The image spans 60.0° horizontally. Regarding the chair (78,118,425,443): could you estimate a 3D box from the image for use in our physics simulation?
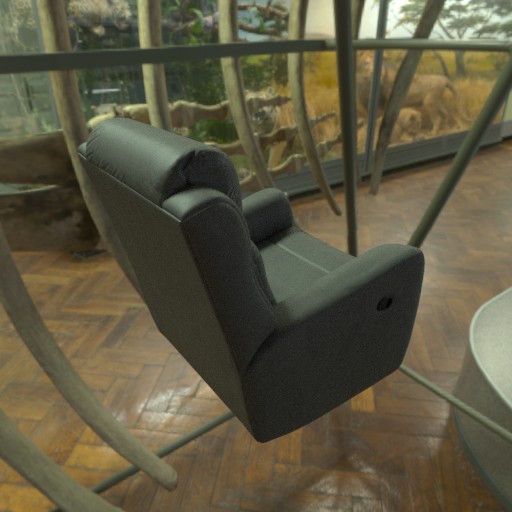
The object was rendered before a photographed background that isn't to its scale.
[{"bbox_3d":[0.000,0.000,1.834,1.068,1.116,0.965,-18,32,-32],"label":"chair"}]
